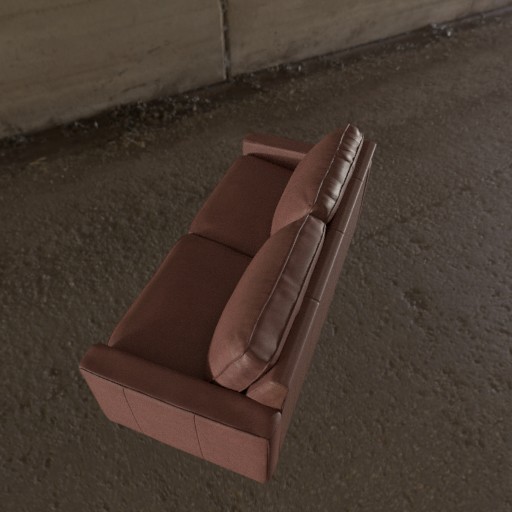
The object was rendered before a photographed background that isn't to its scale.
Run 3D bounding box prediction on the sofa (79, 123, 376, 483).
[{"bbox_3d":[0.000,0.000,2.567,0.940,0.919,2.080,16,49,14],"label":"sofa"}]
